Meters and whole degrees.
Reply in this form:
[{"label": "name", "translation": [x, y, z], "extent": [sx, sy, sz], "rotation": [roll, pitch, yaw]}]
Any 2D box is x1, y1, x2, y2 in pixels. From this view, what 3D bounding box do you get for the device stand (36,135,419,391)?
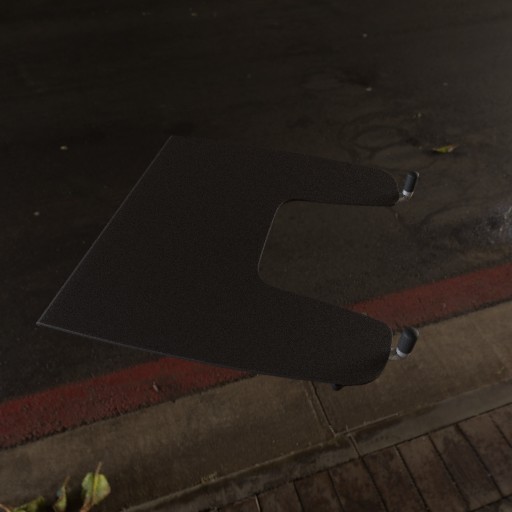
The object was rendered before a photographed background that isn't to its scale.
[{"label": "device stand", "translation": [0.000, 0.000, 0.354], "extent": [0.230, 0.092, 0.230], "rotation": [10, 47, 10]}]
